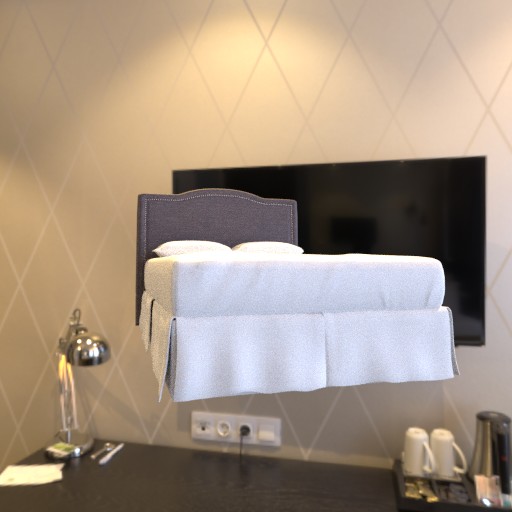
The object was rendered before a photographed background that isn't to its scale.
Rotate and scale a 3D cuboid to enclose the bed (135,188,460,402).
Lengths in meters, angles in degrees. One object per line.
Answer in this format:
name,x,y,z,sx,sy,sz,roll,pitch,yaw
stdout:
bed,0.000,0.000,3.483,1.741,1.441,2.507,0,-1,-17
